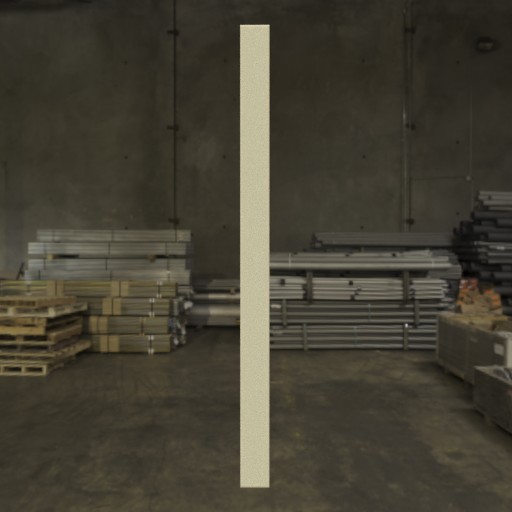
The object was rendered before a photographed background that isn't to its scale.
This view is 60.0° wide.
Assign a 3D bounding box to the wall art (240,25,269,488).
[{"bbox_3d":[0.000,0.000,0.792,0.038,0.608,0.418,0,1,0],"label":"wall art"}]
